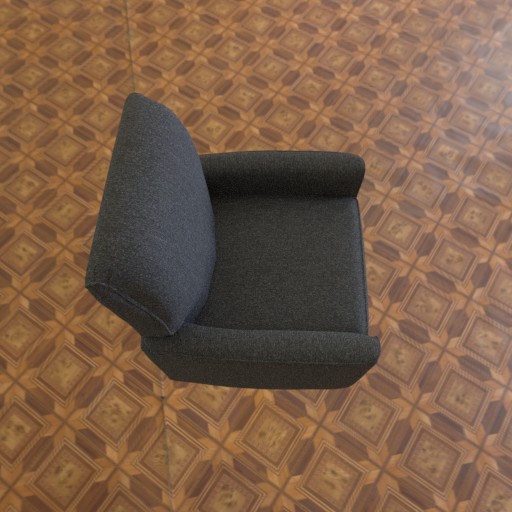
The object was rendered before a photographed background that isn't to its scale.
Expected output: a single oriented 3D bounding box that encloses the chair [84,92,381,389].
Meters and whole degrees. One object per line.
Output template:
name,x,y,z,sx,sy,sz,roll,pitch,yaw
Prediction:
chair,0.000,0.000,1.635,0.850,1.016,0.839,2,64,1
